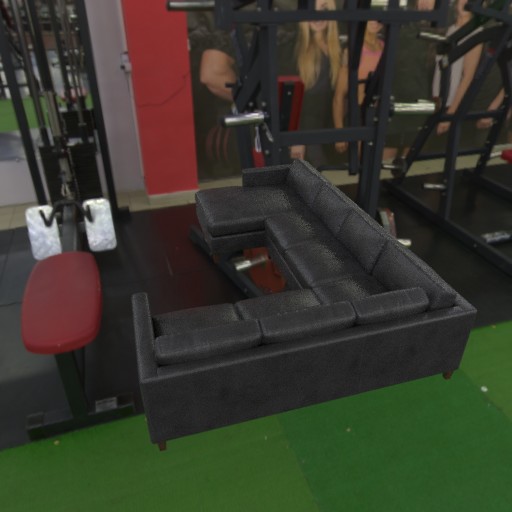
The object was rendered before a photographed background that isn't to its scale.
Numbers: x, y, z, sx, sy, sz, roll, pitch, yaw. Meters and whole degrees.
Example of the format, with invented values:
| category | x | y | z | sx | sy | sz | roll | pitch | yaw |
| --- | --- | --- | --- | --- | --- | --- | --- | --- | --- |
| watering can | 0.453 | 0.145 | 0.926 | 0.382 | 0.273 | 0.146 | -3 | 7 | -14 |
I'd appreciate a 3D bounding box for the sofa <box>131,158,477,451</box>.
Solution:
| category | x | y | z | sx | sy | sz | roll | pitch | yaw |
| --- | --- | --- | --- | --- | --- | --- | --- | --- | --- |
| sofa | 0.000 | 0.000 | 4.476 | 2.452 | 0.891 | 3.324 | -9 | 33 | -14 |
